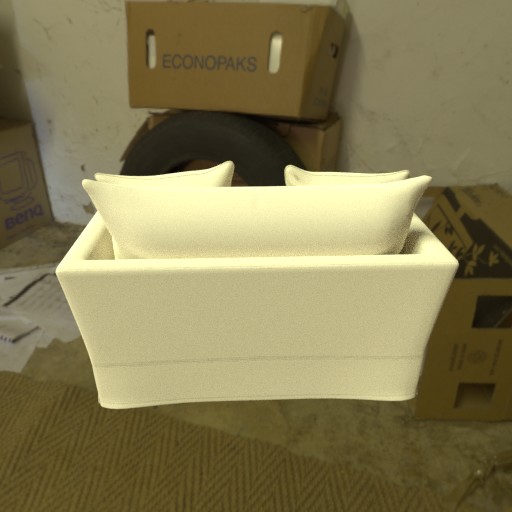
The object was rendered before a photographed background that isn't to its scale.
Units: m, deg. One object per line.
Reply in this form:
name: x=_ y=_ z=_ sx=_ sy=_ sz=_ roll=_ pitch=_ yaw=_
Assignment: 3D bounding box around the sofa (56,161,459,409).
sofa: x=0.000 y=0.000 z=2.266 sx=1.608 sy=1.039 sz=1.026 roll=-1 pitch=28 yaw=-2
